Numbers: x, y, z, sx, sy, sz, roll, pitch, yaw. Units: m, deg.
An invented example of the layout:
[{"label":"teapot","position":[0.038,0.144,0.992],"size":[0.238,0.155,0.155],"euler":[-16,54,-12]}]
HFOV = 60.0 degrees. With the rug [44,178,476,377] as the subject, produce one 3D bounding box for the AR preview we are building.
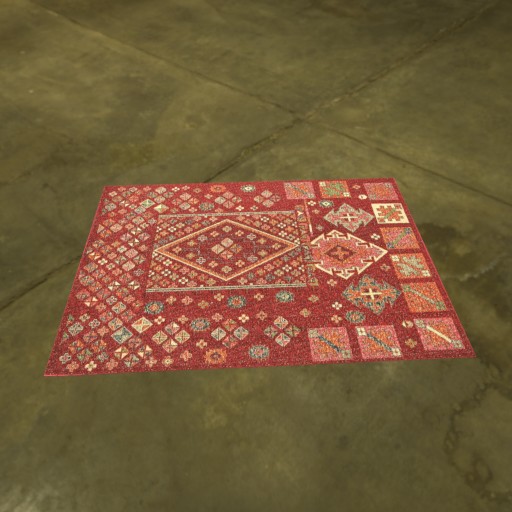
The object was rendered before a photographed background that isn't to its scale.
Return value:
[{"label":"rug","position":[0.000,0.000,2.788],"size":[2.184,0.007,1.579],"euler":[-2,45,-2]}]
